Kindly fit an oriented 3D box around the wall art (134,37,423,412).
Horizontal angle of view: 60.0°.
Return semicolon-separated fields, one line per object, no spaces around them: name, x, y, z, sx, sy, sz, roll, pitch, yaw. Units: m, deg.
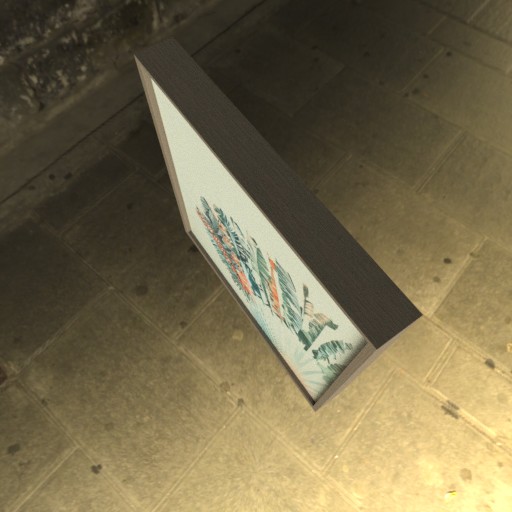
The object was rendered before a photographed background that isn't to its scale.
wall art;0.000;0.000;0.458;0.038;0.303;0.304;-32;68;-15
